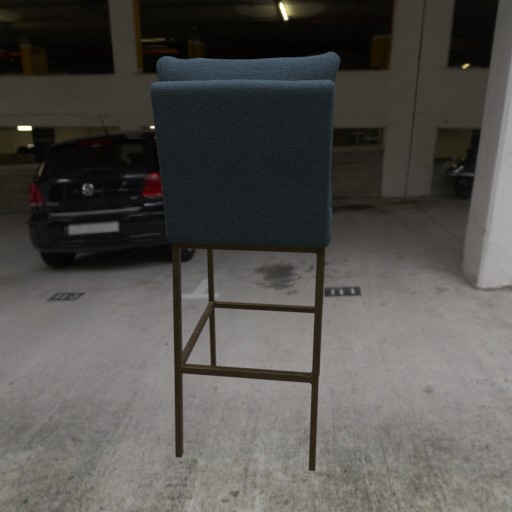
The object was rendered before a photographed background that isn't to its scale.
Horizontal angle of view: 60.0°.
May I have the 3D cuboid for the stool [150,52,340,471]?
[{"bbox_3d":[0.000,0.000,1.401,0.463,1.124,0.568,2,17,7],"label":"stool"}]
